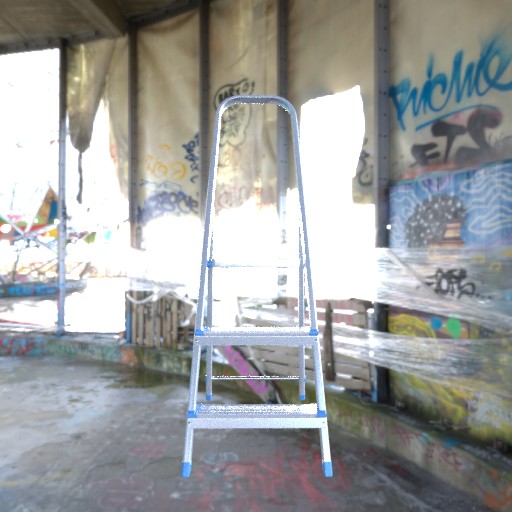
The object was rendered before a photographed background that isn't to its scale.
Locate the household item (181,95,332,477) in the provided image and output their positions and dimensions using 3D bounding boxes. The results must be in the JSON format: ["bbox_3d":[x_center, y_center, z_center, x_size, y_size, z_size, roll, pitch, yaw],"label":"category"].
[{"bbox_3d":[0.000,0.000,1.561,0.420,1.215,0.687,0,0,0],"label":"household item"}]
